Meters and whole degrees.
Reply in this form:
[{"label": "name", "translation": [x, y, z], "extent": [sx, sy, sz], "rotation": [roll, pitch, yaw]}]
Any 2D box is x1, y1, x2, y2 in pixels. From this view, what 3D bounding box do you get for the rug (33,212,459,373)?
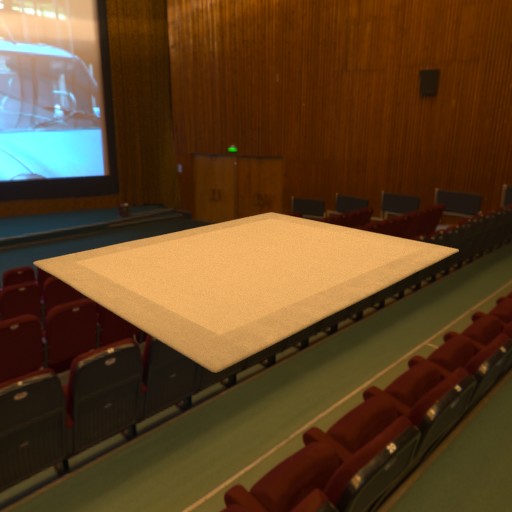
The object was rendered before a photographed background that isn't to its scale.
[{"label": "rug", "translation": [0.000, 0.000, 3.963], "extent": [2.976, 0.018, 2.430], "rotation": [-16, 24, -42]}]
